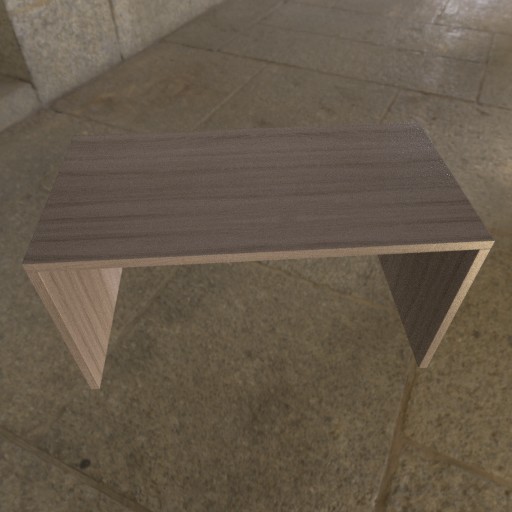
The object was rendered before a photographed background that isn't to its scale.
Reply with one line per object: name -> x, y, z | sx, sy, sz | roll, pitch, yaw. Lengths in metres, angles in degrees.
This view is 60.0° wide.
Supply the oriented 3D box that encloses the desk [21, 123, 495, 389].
desk -> 0.000, 0.000, 1.794 | 1.380, 0.745, 0.690 | -3, 46, -3
